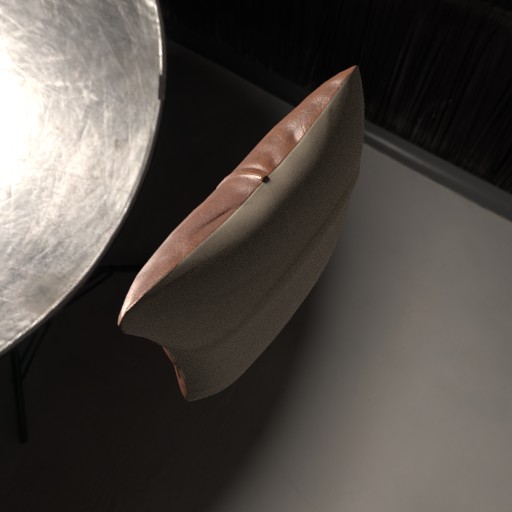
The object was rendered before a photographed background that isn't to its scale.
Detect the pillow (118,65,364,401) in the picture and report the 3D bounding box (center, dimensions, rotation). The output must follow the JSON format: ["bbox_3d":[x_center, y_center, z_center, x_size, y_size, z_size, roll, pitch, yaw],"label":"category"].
[{"bbox_3d":[0.000,0.000,0.733,0.192,0.470,0.484,33,67,16],"label":"pillow"}]
